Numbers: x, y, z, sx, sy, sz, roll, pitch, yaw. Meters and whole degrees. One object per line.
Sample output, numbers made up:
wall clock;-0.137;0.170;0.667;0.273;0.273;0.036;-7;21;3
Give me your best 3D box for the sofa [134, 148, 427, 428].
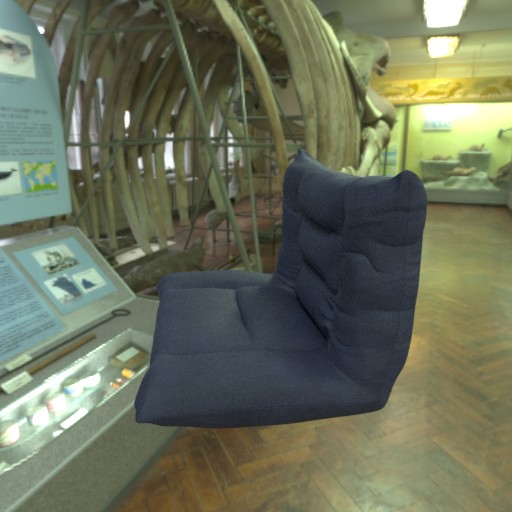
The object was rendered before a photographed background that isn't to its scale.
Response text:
sofa;0.000;0.000;1.698;0.849;0.778;1.122;-2;15;-9
